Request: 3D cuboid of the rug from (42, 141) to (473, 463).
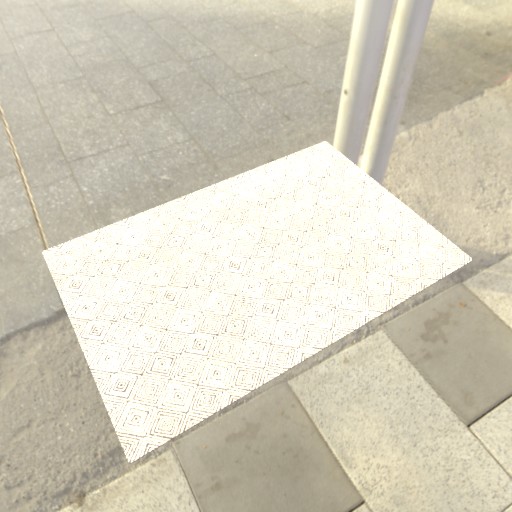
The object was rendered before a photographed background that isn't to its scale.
[{"bbox_3d":[0.000,0.000,2.195,1.783,0.008,1.175,-25,54,-20],"label":"rug"}]
